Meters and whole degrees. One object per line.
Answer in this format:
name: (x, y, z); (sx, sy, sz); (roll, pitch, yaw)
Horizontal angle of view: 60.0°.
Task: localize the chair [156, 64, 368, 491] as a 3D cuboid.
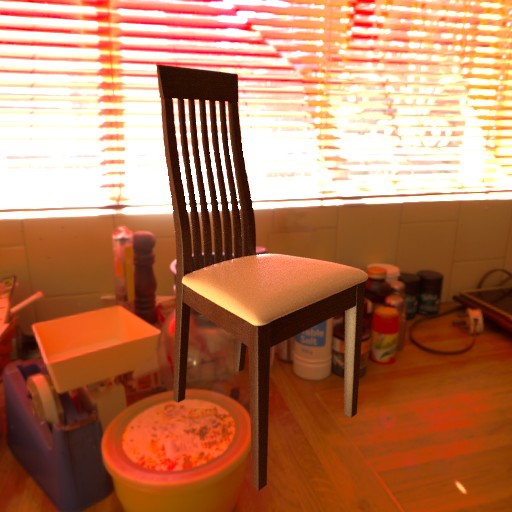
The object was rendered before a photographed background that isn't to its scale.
chair: (0.000, 0.000, 1.258); (0.474, 1.027, 0.460); (15, 22, 43)
